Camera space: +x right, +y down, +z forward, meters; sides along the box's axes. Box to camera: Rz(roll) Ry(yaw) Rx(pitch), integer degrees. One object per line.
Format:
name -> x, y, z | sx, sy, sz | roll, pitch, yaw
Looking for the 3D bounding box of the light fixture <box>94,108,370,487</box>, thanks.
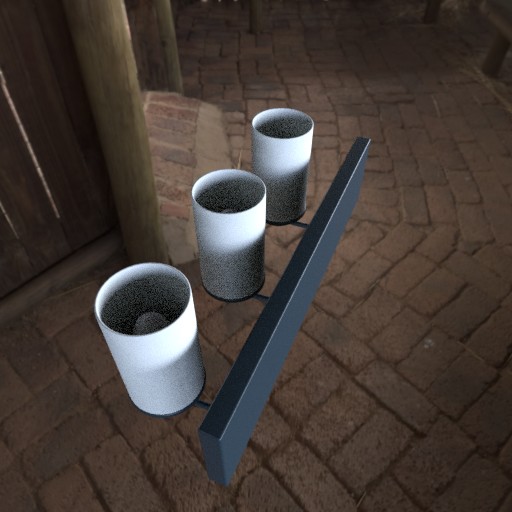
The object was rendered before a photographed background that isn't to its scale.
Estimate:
light fixture -> 0.000, 0.000, 0.520 | 0.145, 0.172, 0.451 | 18, 48, 17
